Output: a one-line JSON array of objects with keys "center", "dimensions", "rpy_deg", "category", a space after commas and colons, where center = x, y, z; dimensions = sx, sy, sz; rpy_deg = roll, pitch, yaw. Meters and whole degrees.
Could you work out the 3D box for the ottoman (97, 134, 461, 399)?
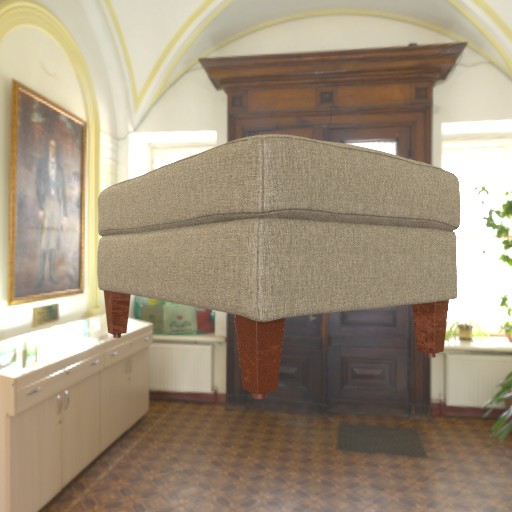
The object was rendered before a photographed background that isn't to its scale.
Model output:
[{"center": [0.000, 0.000, 1.224], "dimensions": [0.639, 0.494, 0.873], "rpy_deg": [0, 0, -37], "category": "ottoman"}]
